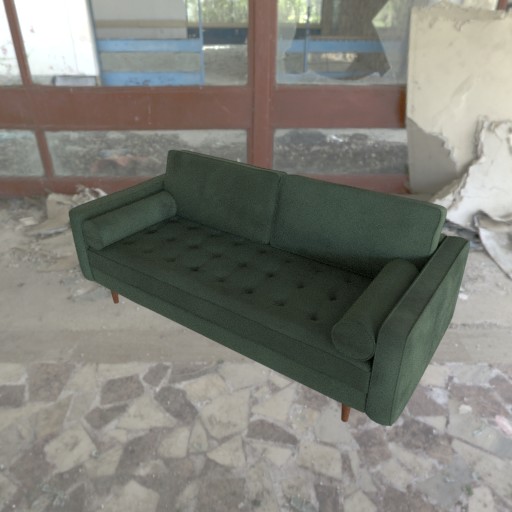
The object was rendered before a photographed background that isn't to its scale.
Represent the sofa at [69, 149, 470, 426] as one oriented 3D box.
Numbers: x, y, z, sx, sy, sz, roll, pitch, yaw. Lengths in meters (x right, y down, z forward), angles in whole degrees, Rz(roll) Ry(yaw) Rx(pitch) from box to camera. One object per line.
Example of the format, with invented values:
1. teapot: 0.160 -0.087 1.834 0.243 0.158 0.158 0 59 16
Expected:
1. sofa: 0.000 0.000 2.314 1.880 0.772 0.916 19 34 30
